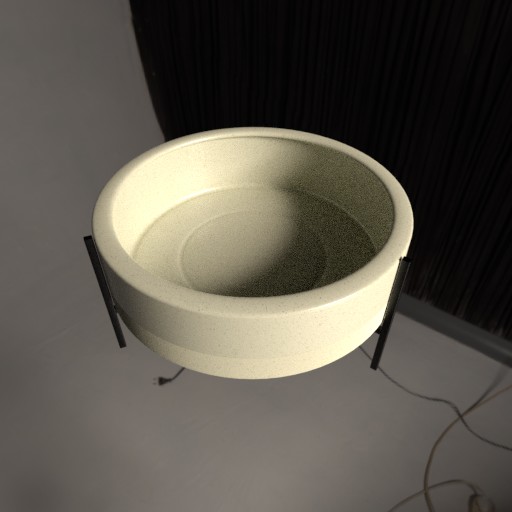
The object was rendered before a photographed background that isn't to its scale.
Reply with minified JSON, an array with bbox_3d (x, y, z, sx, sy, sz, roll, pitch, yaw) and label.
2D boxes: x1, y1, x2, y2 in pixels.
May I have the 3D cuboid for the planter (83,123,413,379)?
[{"bbox_3d":[0.000,0.000,0.530,0.345,0.171,0.336,26,48,26],"label":"planter"}]
